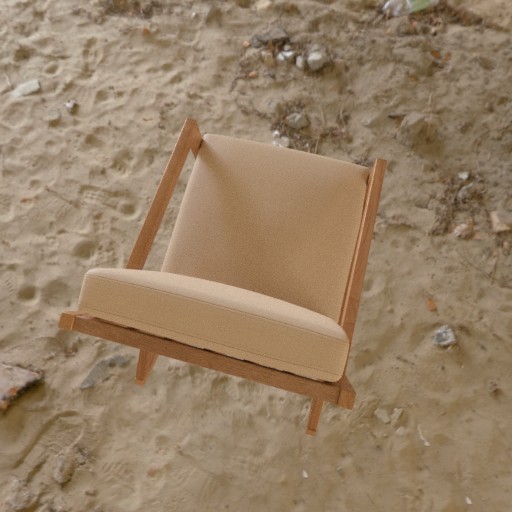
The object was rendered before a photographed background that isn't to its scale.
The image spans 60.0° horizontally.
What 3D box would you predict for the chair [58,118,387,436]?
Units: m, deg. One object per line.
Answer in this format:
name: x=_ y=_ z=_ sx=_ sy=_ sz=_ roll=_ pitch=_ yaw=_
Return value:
chair: x=0.000 y=0.000 z=1.357 sx=0.622 sy=0.790 sz=0.857 roll=14 pitch=64 yaw=7
